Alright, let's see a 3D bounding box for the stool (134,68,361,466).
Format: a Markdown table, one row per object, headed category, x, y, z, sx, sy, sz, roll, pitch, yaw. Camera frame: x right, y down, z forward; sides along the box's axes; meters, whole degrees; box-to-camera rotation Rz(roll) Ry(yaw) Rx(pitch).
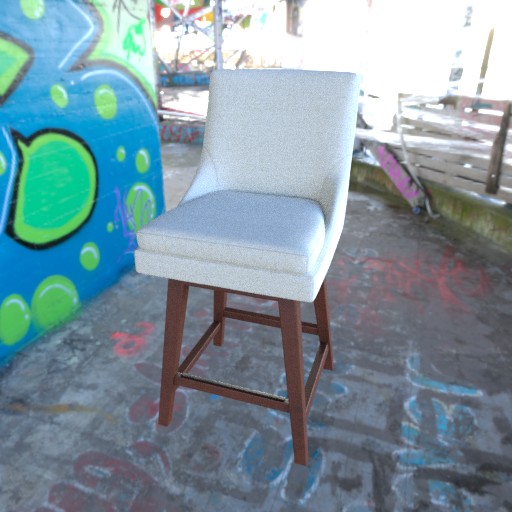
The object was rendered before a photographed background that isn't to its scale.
| category | x | y | z | sx | sy | sz | roll | pitch | yaw |
| --- | --- | --- | --- | --- | --- | --- | --- | --- | --- |
| stool | 0.000 | 0.000 | 1.304 | 0.469 | 0.991 | 0.559 | 8 | 27 | 17 |
